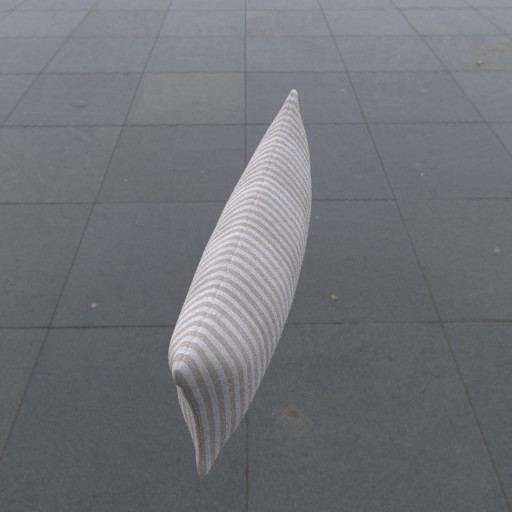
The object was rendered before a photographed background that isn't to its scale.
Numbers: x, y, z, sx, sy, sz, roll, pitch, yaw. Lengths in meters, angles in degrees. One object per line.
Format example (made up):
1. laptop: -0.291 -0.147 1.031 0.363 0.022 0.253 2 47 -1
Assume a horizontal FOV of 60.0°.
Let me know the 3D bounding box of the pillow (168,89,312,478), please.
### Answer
1. pillow: 0.000 0.000 0.730 0.151 0.295 0.617 10 46 10
